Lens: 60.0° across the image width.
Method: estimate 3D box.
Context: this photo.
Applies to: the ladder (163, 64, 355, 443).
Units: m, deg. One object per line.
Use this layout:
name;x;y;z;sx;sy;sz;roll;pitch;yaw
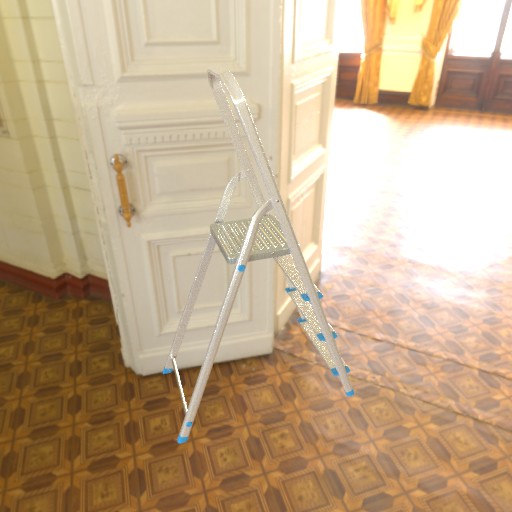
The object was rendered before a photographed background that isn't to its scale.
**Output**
ladder;0.000;0.000;1.801;0.842;1.434;0.445;-10;32;-16
